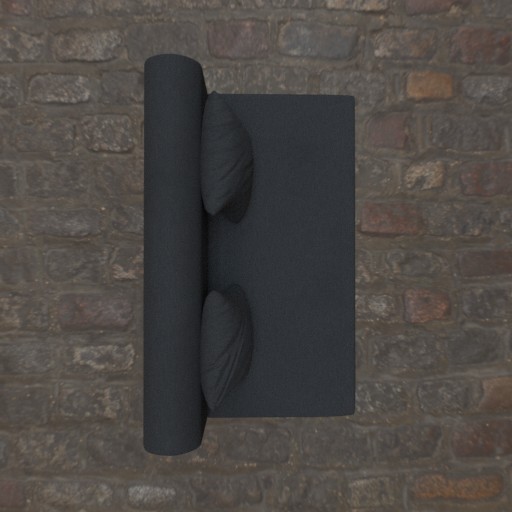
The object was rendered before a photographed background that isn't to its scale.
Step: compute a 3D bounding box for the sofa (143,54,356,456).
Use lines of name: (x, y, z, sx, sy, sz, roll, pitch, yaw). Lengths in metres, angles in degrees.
sofa: (0.000, 0.000, 1.675, 0.762, 0.670, 1.225, 0, 89, -2)
